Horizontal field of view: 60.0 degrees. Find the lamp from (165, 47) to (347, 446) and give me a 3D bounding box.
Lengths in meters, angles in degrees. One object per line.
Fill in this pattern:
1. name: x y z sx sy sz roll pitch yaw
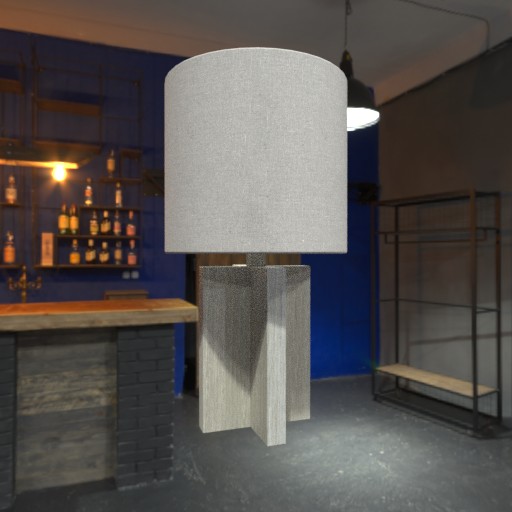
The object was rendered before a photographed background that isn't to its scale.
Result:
1. lamp: 0.000 0.000 0.567 0.229 0.428 0.229 0 0 -19
